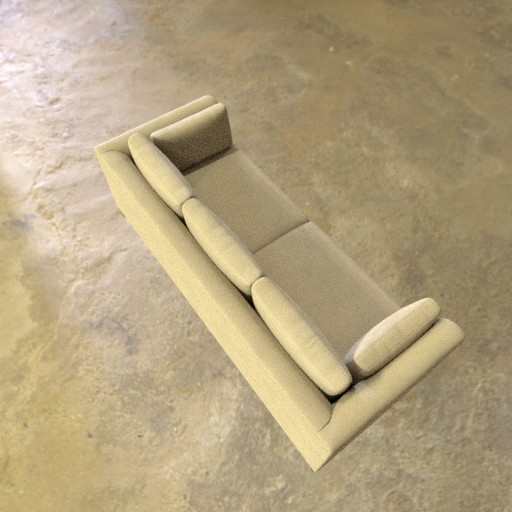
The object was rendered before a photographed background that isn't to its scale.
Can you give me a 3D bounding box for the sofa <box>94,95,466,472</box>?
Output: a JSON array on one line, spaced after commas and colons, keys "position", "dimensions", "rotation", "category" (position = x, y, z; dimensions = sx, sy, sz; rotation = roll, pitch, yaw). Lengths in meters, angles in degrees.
[{"position": [0.000, 0.000, 2.912], "dimensions": [0.969, 0.867, 2.415], "rotation": [-32, 63, -19], "category": "sofa"}]
